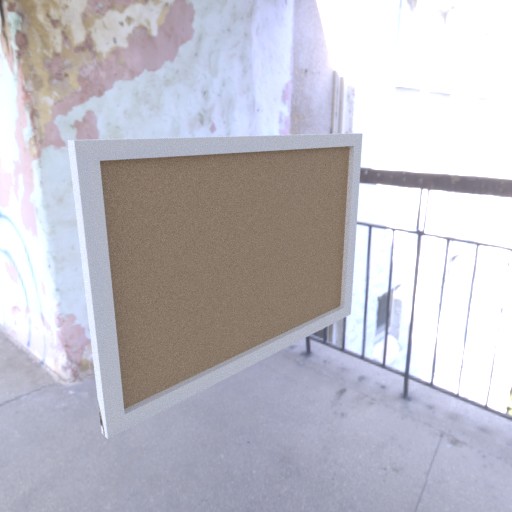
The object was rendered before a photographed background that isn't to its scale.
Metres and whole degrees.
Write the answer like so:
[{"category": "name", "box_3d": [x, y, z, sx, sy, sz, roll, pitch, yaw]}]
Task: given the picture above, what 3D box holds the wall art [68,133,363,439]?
[{"category": "wall art", "box_3d": [0.000, 0.000, 1.464, 1.144, 0.767, 0.038, -16, 23, -42]}]
